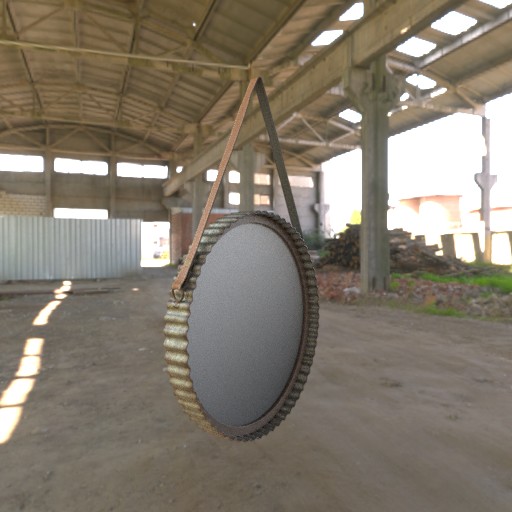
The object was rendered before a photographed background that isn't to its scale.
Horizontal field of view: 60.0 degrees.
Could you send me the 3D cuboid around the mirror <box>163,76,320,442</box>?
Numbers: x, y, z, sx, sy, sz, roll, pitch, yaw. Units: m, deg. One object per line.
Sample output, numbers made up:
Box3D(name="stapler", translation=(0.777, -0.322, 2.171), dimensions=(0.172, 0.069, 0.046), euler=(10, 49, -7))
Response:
Box3D(name="mirror", translation=(0.000, 0.000, 0.708), dimensions=(0.042, 0.568, 0.355), euler=(0, 1, 36))
